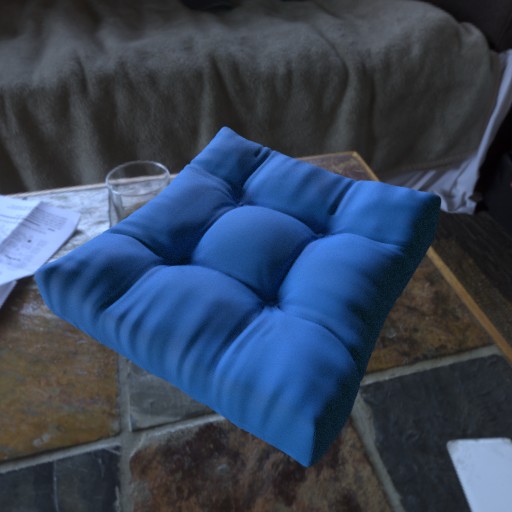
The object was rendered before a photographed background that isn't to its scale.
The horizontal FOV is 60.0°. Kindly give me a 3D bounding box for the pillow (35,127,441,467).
[{"bbox_3d":[0.000,0.000,0.715,0.468,0.128,0.490,23,50,21],"label":"pillow"}]
